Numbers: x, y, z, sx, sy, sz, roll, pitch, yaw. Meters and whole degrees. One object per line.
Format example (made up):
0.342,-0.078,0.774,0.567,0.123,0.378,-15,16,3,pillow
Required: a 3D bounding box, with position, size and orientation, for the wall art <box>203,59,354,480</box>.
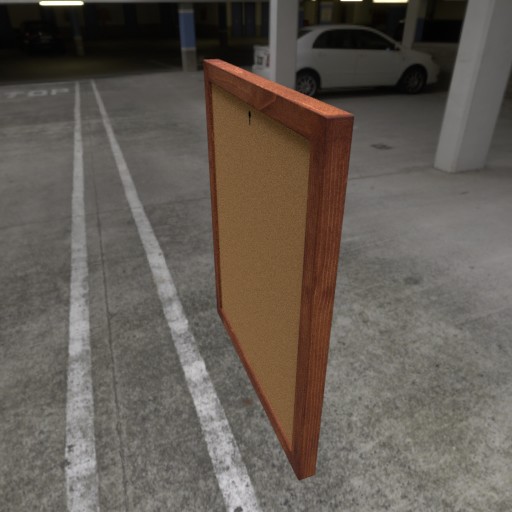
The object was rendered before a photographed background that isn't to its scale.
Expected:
0.000,0.000,0.744,0.030,0.558,0.462,-11,32,-17,wall art
